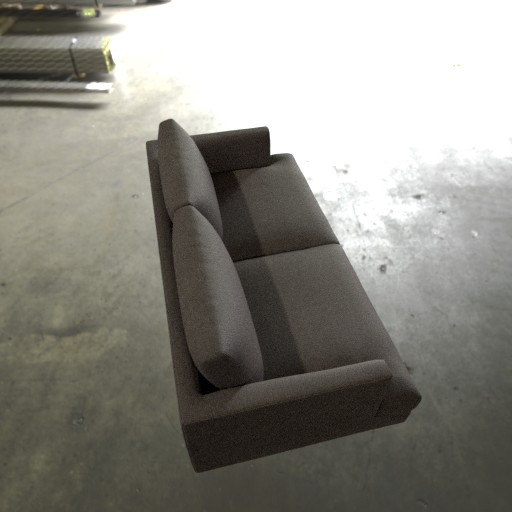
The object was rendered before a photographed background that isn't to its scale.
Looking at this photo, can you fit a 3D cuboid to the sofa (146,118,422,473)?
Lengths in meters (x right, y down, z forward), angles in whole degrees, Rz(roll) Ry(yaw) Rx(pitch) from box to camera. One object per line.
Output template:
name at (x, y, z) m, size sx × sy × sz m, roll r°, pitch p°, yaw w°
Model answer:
sofa at (0.000, 0.000, 2.455) m, size 1.020 × 0.868 × 1.948 m, roll -10°, pitch 47°, yaw -9°
